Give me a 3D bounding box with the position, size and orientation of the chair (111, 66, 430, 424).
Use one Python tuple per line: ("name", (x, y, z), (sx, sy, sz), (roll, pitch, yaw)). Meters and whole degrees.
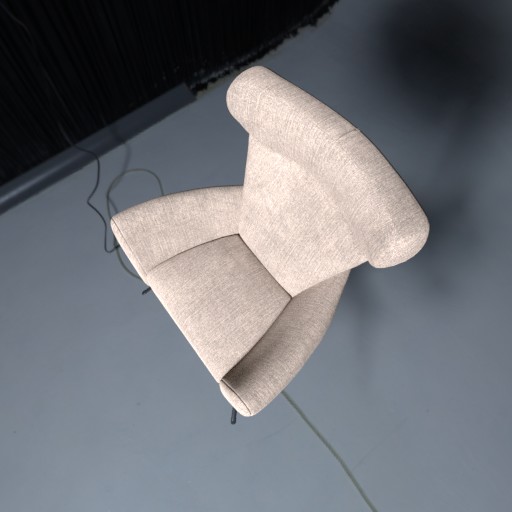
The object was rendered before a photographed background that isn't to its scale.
("chair", (0.000, 0.000, 1.815), (0.900, 1.040, 0.980), (-34, 69, -15))
